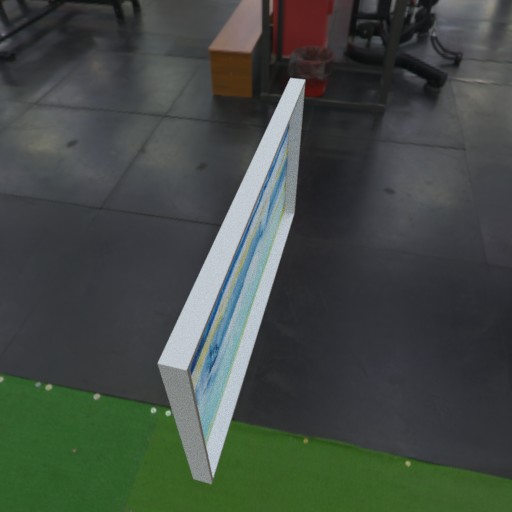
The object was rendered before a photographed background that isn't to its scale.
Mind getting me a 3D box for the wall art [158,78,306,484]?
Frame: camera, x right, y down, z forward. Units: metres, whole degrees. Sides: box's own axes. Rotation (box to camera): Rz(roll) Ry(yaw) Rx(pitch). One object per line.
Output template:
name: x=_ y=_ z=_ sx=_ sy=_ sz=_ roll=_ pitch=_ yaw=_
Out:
wall art: x=0.000 y=0.000 z=0.966 sx=0.038 sy=0.431 sz=0.812 roll=11 pitch=47 yaw=10
